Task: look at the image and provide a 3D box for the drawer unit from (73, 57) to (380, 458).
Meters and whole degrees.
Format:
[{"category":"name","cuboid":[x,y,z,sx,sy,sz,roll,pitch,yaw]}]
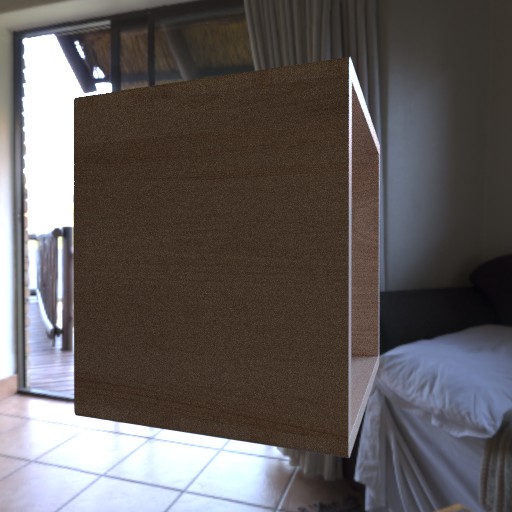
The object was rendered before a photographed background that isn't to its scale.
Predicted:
[{"category":"drawer unit","cuboid":[0.000,0.000,0.585,0.290,0.344,0.344,0,1,20]}]
